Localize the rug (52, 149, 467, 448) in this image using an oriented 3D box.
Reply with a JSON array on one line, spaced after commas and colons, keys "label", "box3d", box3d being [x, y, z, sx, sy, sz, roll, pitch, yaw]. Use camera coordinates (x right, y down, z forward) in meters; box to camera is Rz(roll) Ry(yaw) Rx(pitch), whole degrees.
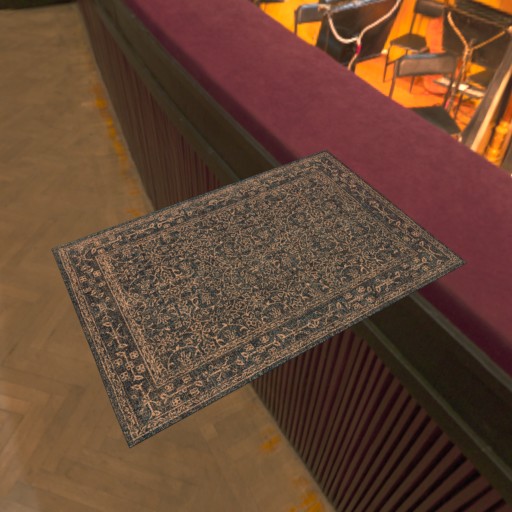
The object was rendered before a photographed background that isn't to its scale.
[{"label": "rug", "box3d": [0.000, 0.000, 2.317, 1.819, 0.005, 1.200, -24, 51, -20]}]
